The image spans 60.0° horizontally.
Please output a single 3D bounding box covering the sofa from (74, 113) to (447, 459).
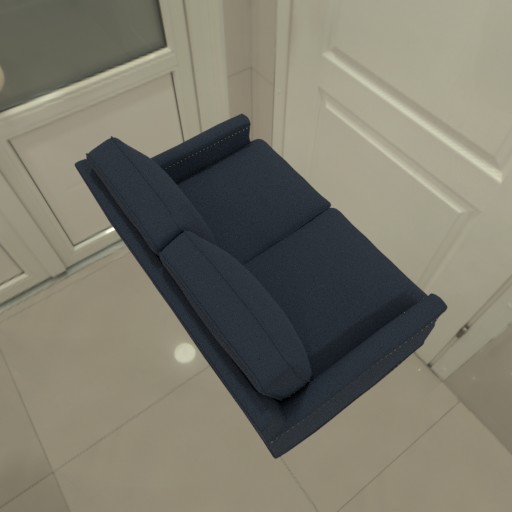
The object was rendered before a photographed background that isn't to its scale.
[{"bbox_3d":[0.000,0.000,2.241,1.084,1.003,1.597,-31,62,-19],"label":"sofa"}]
